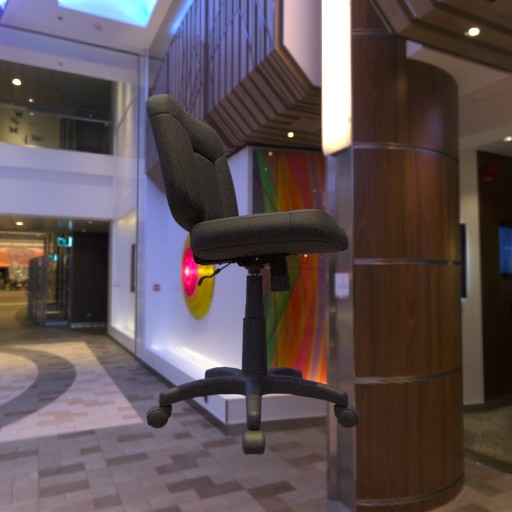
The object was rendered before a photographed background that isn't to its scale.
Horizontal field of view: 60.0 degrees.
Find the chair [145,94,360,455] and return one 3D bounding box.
[{"bbox_3d":[0.000,0.000,1.361,0.610,0.972,0.610,-1,-3,18],"label":"chair"}]
